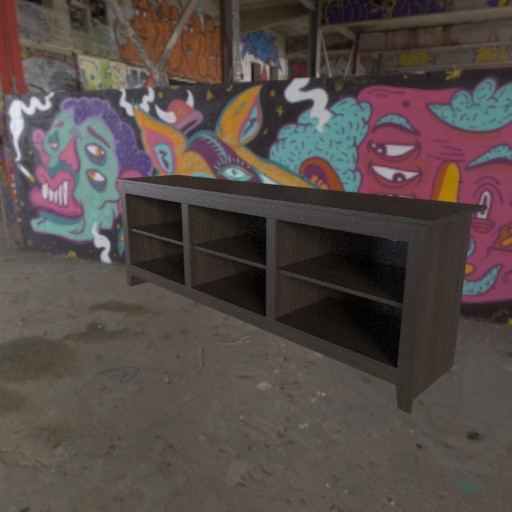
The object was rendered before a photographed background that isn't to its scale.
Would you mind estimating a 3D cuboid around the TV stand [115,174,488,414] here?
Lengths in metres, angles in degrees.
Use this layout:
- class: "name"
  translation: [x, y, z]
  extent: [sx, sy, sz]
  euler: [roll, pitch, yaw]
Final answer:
- class: "TV stand"
  translation: [0.000, 0.000, 2.024]
  extent: [0.406, 0.610, 1.778]
  euler: [-14, 21, -43]
